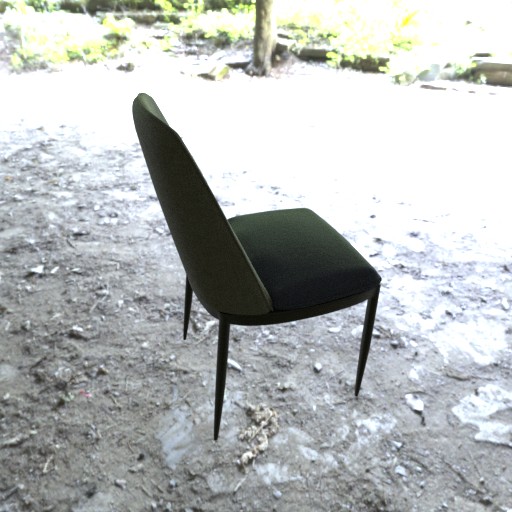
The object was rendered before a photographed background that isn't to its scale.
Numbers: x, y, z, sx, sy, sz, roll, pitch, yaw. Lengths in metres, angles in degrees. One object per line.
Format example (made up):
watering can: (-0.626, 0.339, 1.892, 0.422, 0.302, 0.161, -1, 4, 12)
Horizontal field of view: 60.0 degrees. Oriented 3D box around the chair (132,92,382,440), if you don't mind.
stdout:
chair: (0.000, 0.000, 1.218, 0.550, 0.855, 0.488, -10, 32, -16)
